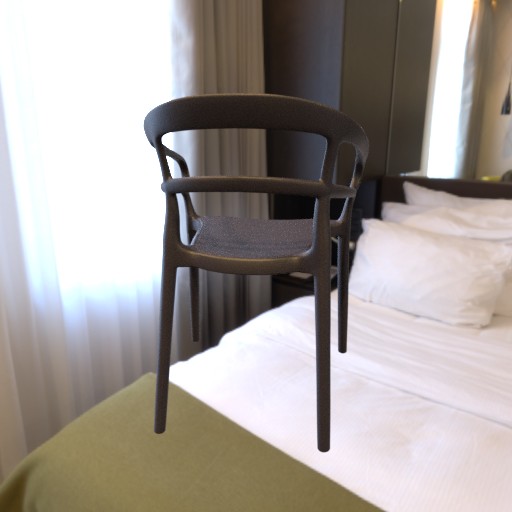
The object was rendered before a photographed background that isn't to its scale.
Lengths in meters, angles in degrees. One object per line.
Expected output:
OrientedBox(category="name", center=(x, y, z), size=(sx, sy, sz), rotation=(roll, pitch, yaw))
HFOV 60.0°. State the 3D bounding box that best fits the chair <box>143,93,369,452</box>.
OrientedBox(category="chair", center=(0.000, 0.000, 1.156), size=(0.559, 0.761, 0.527), rotation=(3, 16, 9))
